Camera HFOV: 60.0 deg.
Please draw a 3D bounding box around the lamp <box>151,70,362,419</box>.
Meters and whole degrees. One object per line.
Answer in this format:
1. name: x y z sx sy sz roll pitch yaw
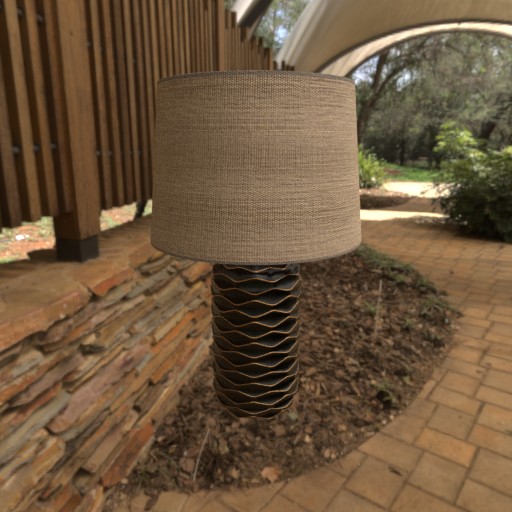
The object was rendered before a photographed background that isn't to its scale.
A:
1. lamp: 0.000 0.000 0.819 0.376 0.594 0.376 0 15 0
